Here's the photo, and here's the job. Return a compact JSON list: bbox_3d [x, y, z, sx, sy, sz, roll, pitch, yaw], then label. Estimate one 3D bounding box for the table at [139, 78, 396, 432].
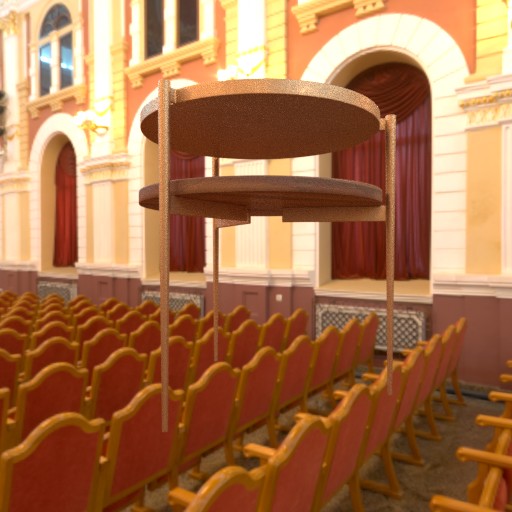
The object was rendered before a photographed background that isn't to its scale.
[{"bbox_3d":[0.000,0.000,0.801,0.430,0.493,0.456,0,1,36],"label":"table"}]
